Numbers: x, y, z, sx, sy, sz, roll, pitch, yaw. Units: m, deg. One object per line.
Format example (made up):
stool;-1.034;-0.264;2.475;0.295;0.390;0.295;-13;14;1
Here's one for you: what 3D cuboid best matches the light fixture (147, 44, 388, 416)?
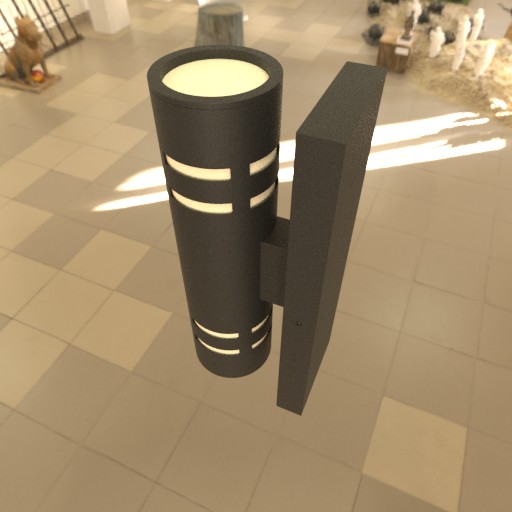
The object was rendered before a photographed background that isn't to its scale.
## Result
light fixture;0.000;0.000;0.406;0.149;0.330;0.105;17;48;16
